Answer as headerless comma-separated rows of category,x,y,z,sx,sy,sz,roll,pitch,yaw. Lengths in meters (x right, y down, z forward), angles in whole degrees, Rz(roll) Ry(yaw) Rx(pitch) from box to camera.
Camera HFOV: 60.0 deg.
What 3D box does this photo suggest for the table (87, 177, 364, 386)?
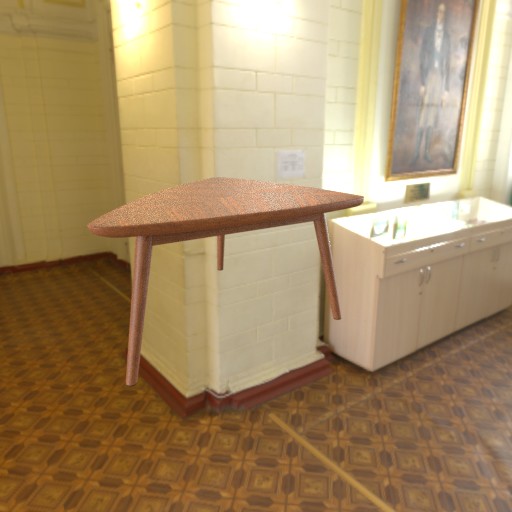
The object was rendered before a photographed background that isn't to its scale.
table,0.000,0.000,1.307,0.601,0.365,1.008,2,15,8
